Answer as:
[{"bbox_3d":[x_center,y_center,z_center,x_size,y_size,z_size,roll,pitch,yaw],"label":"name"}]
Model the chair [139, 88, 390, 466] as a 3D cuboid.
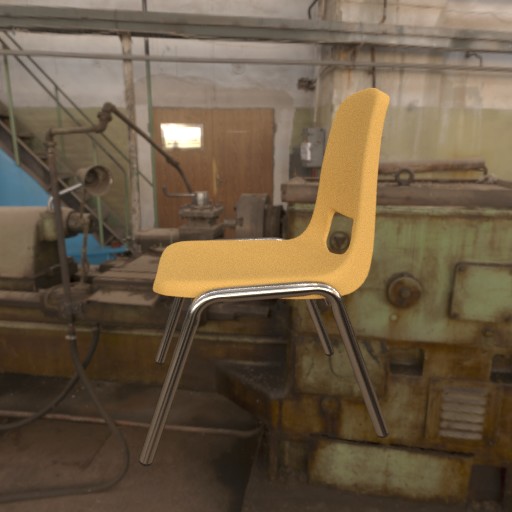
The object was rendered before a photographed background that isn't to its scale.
[{"bbox_3d":[0.000,0.000,0.821,0.423,0.586,0.354,-2,15,-8],"label":"chair"}]
